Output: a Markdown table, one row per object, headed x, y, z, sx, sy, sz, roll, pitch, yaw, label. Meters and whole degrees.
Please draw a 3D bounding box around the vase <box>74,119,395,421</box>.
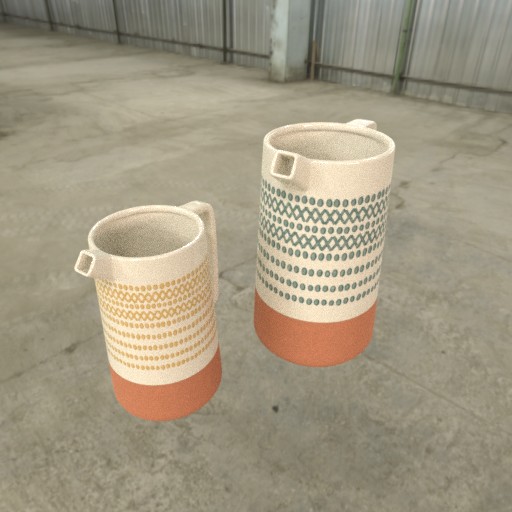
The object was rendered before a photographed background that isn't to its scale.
| x | y | z | sx | sy | sz | roll | pitch | yaw | label |
| --- | --- | --- | --- | --- | --- | --- | --- | --- | --- |
| 0.000 | 0.000 | 0.459 | 0.326 | 0.247 | 0.168 | -9 | 33 | -14 | vase |
